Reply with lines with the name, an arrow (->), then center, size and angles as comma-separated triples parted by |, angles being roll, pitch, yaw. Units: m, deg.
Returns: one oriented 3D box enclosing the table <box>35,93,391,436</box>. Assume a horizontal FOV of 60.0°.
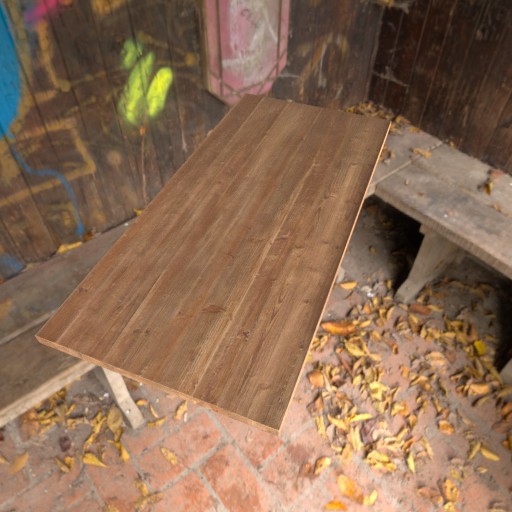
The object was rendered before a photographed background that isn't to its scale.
table -> 0.000, 0.000, 2.416 | 0.952, 0.760, 2.003 | 16, 49, 15
